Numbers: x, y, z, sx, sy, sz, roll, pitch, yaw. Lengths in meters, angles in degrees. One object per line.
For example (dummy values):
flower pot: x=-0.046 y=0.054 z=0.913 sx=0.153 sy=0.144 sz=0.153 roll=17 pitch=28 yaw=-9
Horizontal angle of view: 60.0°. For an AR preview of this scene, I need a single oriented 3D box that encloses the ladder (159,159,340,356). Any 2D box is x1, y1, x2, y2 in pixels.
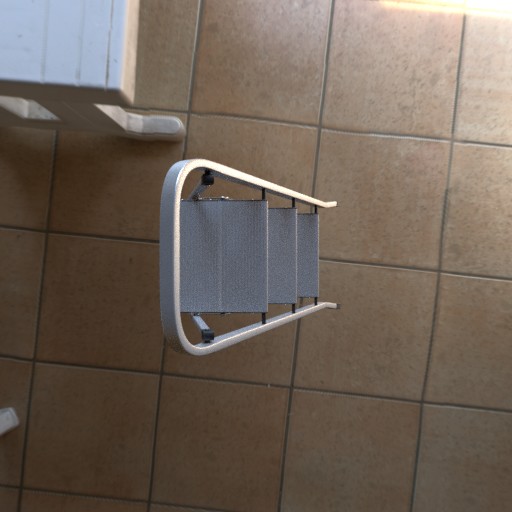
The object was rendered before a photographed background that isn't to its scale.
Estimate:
ladder: x=0.000 y=0.000 z=1.370 sx=0.704 sy=1.070 sz=0.465 roll=0 pitch=90 yaw=1
